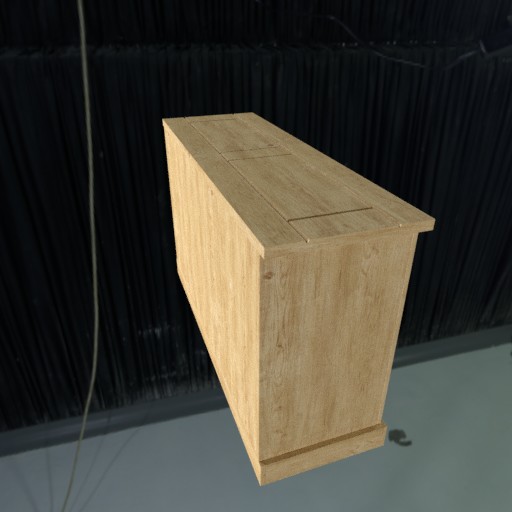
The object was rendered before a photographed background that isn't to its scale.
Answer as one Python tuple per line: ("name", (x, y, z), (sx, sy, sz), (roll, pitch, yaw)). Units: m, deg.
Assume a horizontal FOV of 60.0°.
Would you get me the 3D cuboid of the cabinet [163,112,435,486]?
("cabinet", (0.000, 0.000, 1.725), (0.432, 0.810, 1.321), (-10, 30, -17))
